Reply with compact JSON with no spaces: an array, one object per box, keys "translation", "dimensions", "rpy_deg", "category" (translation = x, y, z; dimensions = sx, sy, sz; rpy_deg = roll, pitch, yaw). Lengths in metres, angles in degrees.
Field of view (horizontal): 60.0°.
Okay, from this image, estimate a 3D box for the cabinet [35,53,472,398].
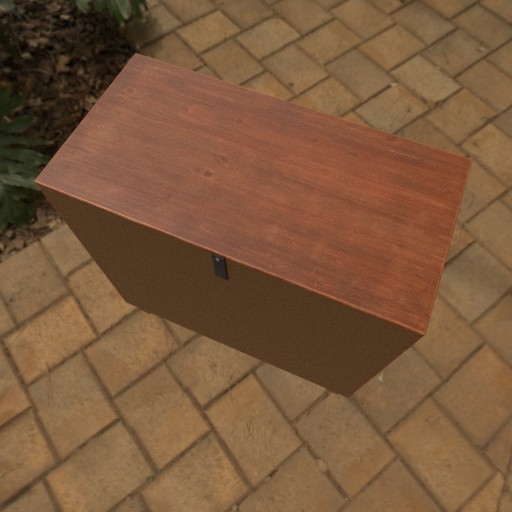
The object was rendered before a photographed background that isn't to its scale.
[{"translation":[0.000,0.000,1.249],"dimensions":[0.796,0.785,0.412],"rpy_deg":[21,66,10],"category":"cabinet"}]
